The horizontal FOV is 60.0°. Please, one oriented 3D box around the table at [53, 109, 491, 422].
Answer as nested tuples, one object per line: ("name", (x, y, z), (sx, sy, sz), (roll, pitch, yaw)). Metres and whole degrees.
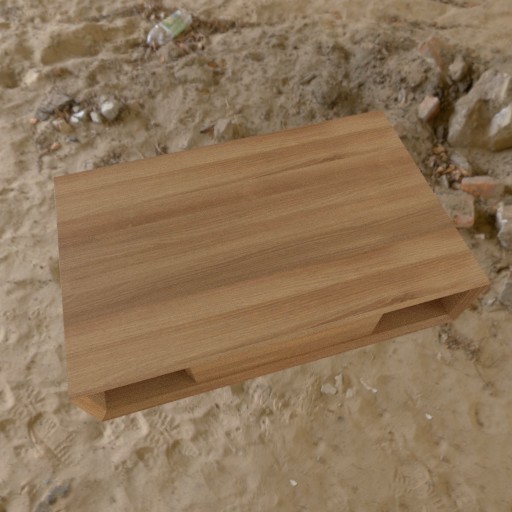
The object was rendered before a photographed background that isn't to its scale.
("table", (0.000, 0.000, 1.415), (1.100, 0.330, 0.700), (-14, 60, -8))
